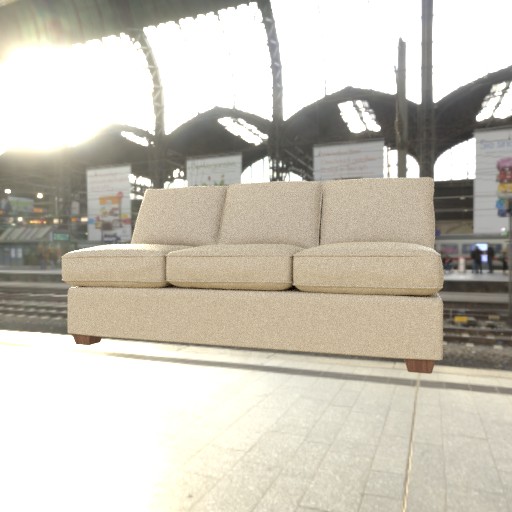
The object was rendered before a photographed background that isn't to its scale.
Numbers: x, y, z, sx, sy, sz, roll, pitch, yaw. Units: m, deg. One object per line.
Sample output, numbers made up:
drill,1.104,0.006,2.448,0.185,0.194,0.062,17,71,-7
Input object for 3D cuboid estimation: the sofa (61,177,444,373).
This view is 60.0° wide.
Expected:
sofa,0.000,0.000,2.567,1.962,0.973,1.027,0,0,19
